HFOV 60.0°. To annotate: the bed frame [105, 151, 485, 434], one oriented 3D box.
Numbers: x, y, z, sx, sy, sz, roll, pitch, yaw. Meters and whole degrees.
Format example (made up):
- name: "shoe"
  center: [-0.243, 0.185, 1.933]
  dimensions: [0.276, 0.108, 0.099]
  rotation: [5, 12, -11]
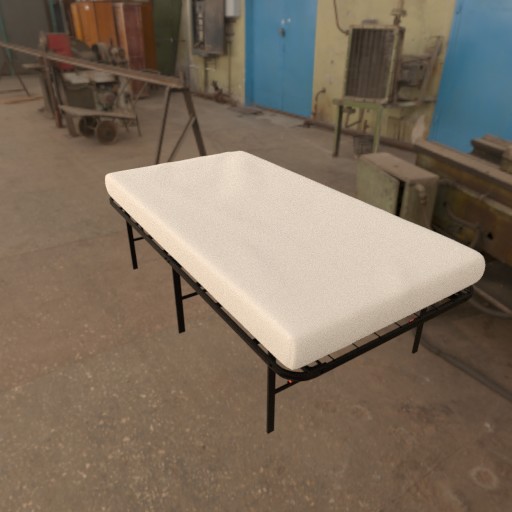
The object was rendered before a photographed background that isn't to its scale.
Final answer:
- name: "bed frame"
  center: [0.000, 0.000, 2.340]
  dimensions: [0.989, 0.619, 1.903]
  rotation: [-17, 33, -29]
